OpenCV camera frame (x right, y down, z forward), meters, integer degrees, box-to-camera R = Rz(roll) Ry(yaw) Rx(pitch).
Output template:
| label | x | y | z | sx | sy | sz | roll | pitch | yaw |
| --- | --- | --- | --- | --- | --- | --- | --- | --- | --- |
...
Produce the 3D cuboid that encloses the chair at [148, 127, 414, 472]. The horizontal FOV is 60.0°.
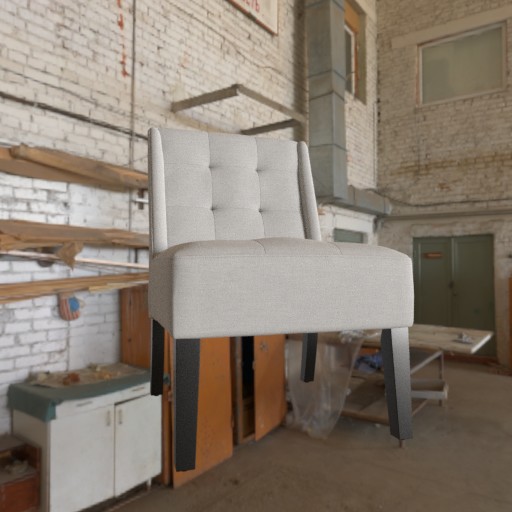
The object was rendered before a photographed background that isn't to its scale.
| label | x | y | z | sx | sy | sz | roll | pitch | yaw |
| --- | --- | --- | --- | --- | --- | --- | --- | --- | --- |
| chair | 0.000 | 0.000 | 1.247 | 0.569 | 0.853 | 0.676 | 0 | -1 | -18 |
